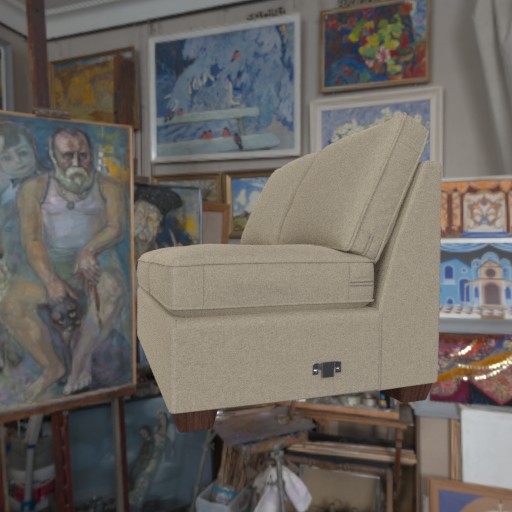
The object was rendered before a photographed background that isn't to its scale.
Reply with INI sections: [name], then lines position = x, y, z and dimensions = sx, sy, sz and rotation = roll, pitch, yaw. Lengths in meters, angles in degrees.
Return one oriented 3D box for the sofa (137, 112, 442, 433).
[sofa]
position = 0.000, 0.000, 1.963
dimensions = 0.951, 1.008, 1.237
rotation = 0, 1, -19
